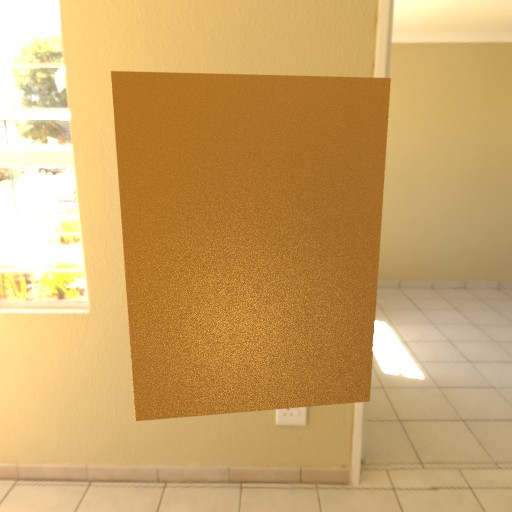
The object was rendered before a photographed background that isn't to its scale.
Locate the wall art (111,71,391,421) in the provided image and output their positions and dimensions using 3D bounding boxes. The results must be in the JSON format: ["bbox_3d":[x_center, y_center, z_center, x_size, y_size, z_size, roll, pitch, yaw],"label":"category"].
[{"bbox_3d":[0.000,0.000,1.066,0.610,0.812,0.038,-2,13,-8],"label":"wall art"}]
